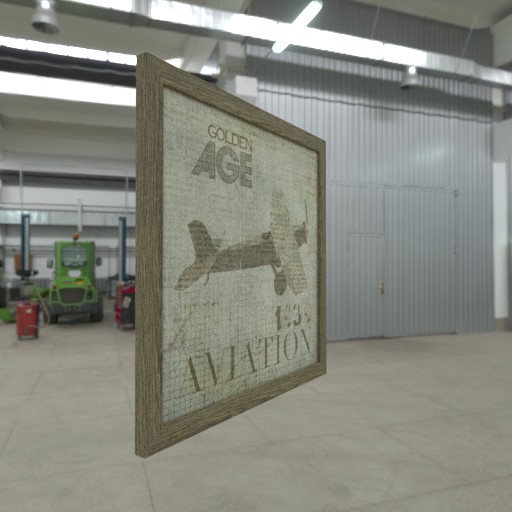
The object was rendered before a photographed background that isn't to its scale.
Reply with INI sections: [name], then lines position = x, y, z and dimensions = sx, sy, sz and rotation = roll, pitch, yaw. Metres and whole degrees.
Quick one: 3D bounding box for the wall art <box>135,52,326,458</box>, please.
[wall art]
position = 0.000, 0.000, 0.766
dimensions = 0.019, 0.508, 0.508
rotation = 0, -1, 35
